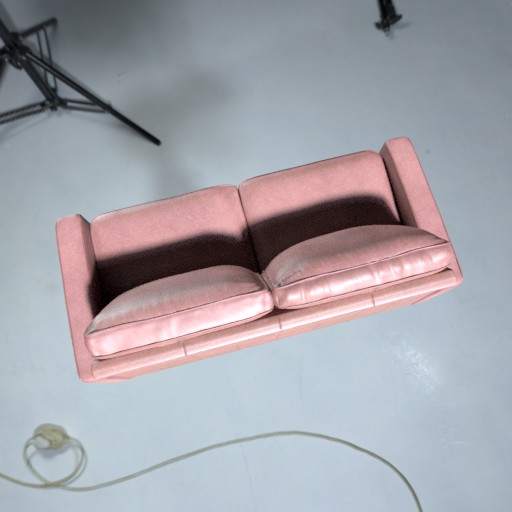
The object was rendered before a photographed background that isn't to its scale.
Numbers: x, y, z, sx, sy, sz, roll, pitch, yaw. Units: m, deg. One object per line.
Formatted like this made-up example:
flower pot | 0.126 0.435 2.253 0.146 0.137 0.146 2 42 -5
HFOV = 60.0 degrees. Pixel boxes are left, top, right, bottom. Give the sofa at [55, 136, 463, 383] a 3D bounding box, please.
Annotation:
sofa | 0.000 0.000 2.514 2.080 0.919 0.940 -14 75 -4
